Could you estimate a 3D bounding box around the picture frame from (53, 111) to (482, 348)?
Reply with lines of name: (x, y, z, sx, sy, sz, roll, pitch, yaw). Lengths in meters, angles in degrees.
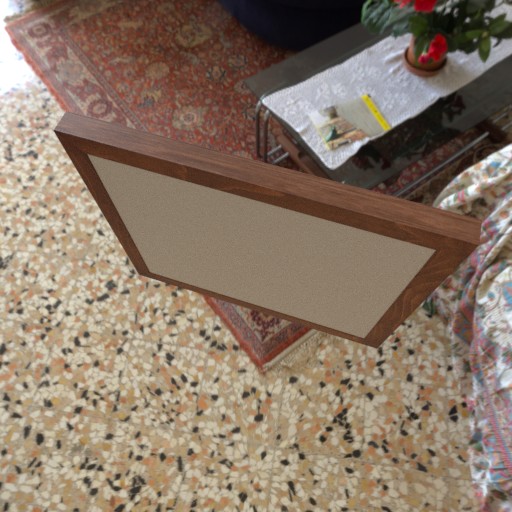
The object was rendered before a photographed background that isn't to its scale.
picture frame: (0.000, 0.000, 0.531, 0.381, 0.330, 0.025, 16, 65, 8)
